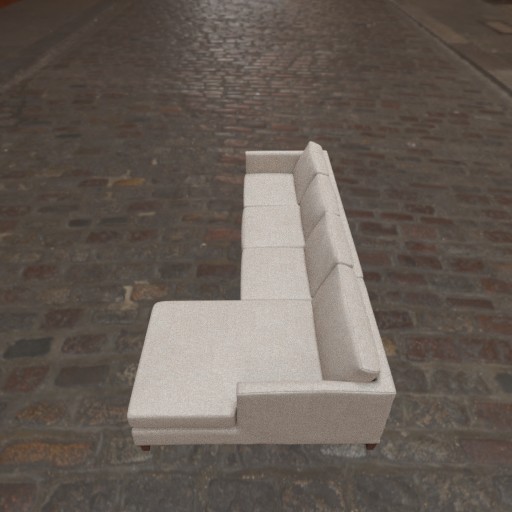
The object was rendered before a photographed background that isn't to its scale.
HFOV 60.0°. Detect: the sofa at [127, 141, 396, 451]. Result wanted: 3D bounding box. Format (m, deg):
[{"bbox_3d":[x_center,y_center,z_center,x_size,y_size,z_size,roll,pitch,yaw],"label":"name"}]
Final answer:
[{"bbox_3d":[0.000,0.000,3.932,1.625,0.846,3.186,0,39,0],"label":"sofa"}]
